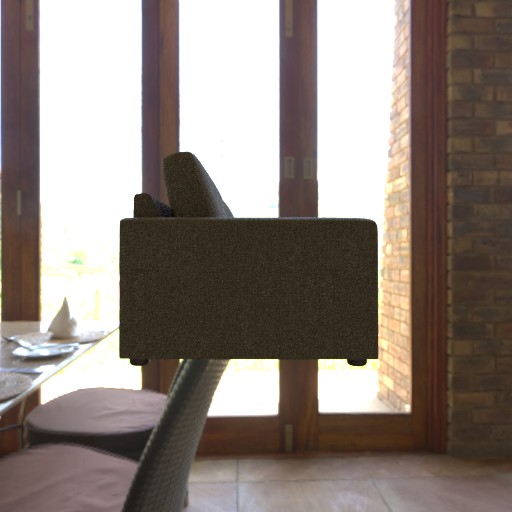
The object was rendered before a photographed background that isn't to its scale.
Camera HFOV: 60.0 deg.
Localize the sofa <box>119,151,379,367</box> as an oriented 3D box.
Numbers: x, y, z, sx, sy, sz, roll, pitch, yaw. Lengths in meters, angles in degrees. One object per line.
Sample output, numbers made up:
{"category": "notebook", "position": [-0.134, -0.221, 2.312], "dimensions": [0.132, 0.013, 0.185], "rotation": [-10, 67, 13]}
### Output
{"category": "sofa", "position": [0.000, 0.000, 2.741], "dimensions": [1.016, 0.873, 2.179], "rotation": [0, 0, 0]}
